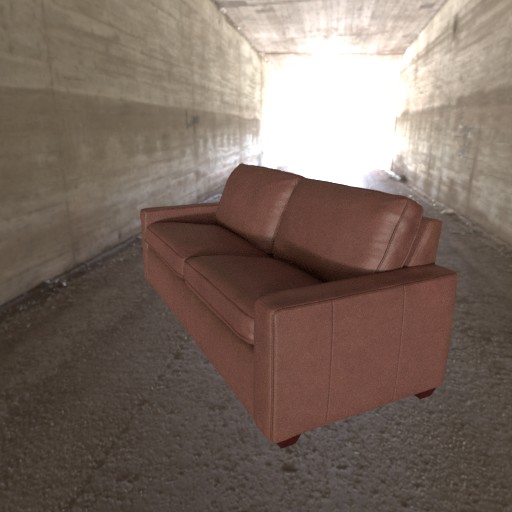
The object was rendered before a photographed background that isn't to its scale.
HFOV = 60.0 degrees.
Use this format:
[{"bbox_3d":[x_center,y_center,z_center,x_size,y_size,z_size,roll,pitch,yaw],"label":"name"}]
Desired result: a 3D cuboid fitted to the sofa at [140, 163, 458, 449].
[{"bbox_3d":[0.000,0.000,2.577,0.940,0.919,2.080,-8,19,-25],"label":"sofa"}]
